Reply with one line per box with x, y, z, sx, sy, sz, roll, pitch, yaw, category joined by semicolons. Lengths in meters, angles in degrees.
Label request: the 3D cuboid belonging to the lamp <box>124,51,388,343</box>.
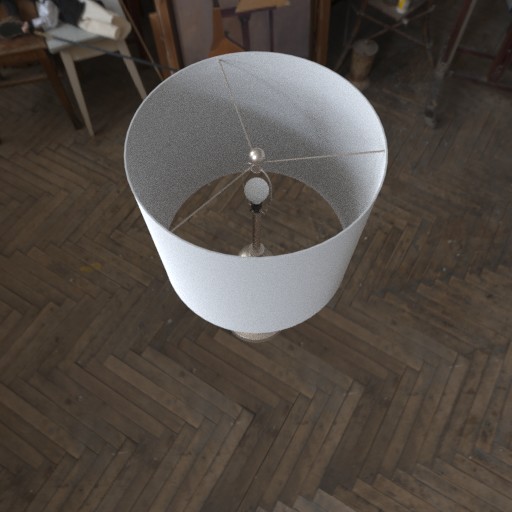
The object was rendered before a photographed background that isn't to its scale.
0.000;0.000;0.705;0.277;0.538;0.277;34;68;16;lamp
